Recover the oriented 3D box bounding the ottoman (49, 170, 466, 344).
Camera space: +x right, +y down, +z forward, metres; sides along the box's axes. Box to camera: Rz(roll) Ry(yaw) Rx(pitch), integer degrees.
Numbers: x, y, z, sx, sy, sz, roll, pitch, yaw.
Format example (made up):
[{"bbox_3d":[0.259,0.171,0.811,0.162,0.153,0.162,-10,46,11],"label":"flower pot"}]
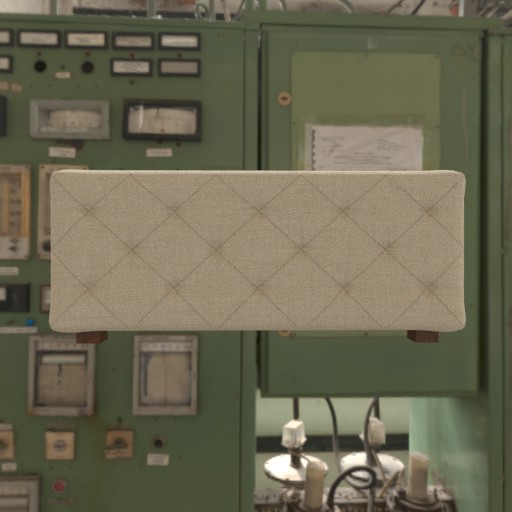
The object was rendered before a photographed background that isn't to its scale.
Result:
[{"bbox_3d":[0.000,0.000,1.581,1.028,0.439,1.028,0,0,-1],"label":"ottoman"}]
